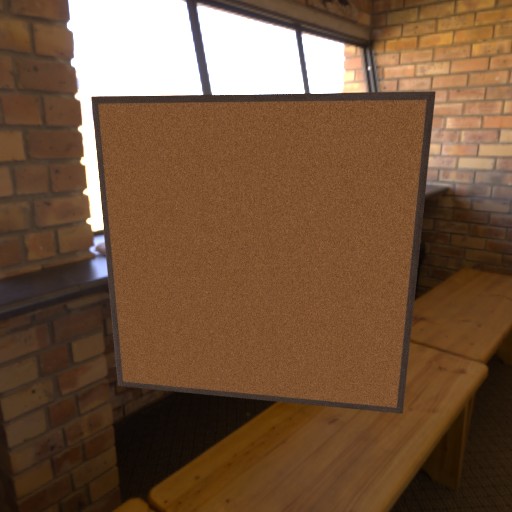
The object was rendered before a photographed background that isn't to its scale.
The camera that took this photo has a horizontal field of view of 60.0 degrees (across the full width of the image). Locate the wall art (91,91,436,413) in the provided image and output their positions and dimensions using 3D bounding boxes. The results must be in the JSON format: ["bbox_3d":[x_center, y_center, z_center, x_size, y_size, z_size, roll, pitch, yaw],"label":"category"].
[{"bbox_3d":[0.000,0.000,0.443,0.303,0.302,0.038,3,16,9],"label":"wall art"}]
